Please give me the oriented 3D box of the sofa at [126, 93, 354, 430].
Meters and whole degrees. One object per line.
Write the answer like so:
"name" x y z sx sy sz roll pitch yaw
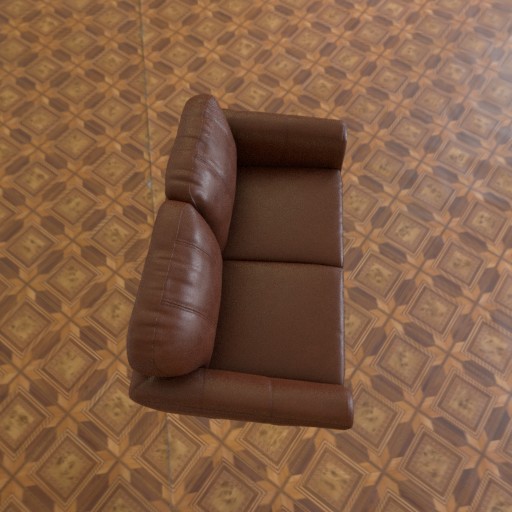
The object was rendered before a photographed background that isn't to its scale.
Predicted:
"sofa" 0.000 0.000 1.964 0.805 0.906 1.406 4 64 2
